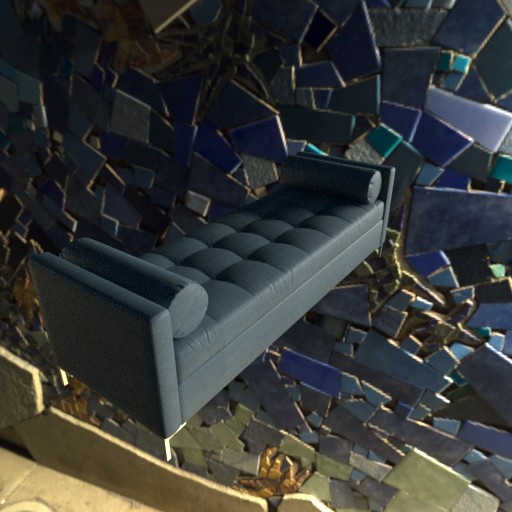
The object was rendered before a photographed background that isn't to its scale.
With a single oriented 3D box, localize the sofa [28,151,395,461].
[{"bbox_3d":[0.000,0.000,2.318,0.686,0.635,1.981,19,33,32],"label":"sofa"}]
